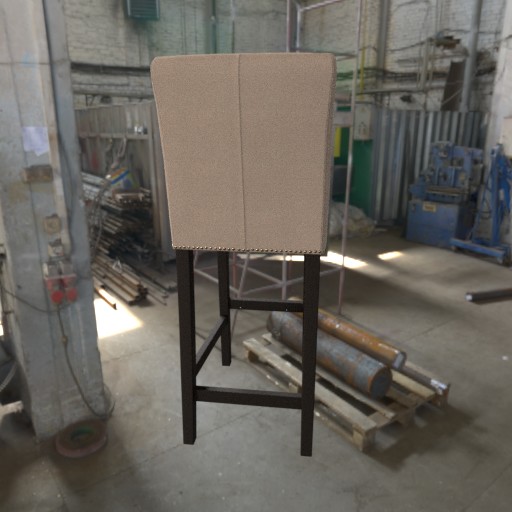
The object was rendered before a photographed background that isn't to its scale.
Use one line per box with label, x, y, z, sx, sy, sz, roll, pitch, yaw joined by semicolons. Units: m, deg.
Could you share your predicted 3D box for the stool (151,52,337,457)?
stool;0.000;0.000;1.329;0.411;1.047;0.548;2;16;7
